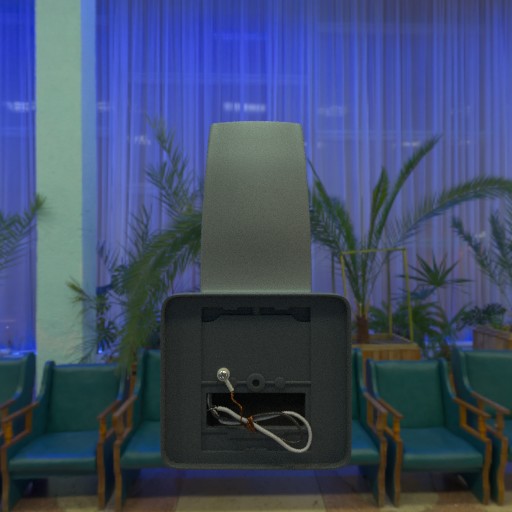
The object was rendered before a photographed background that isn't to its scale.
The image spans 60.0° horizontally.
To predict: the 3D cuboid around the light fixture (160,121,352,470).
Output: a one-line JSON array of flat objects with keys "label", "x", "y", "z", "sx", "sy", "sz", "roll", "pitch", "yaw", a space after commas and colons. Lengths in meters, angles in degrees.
[{"label": "light fixture", "x": 0.000, "y": 0.000, "z": 0.333, "sx": 0.108, "sy": 0.243, "sz": 0.174, "roll": 0, "pitch": 0, "yaw": 0}]
